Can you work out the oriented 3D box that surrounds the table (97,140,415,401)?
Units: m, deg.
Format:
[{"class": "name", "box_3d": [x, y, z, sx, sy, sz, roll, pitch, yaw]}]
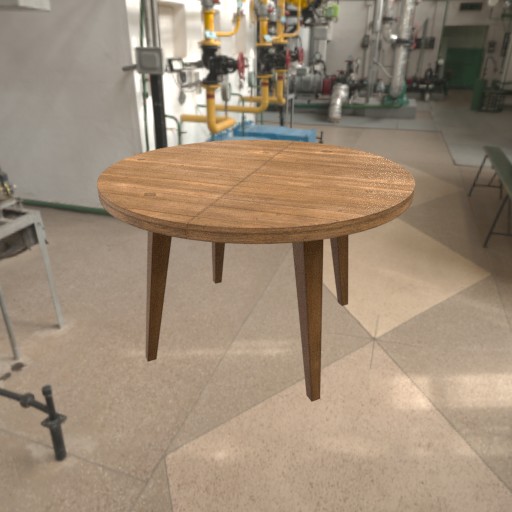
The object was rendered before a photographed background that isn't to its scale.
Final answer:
[{"class": "table", "box_3d": [0.000, 0.000, 1.943, 1.213, 0.764, 1.213, 0, 26, 0]}]
